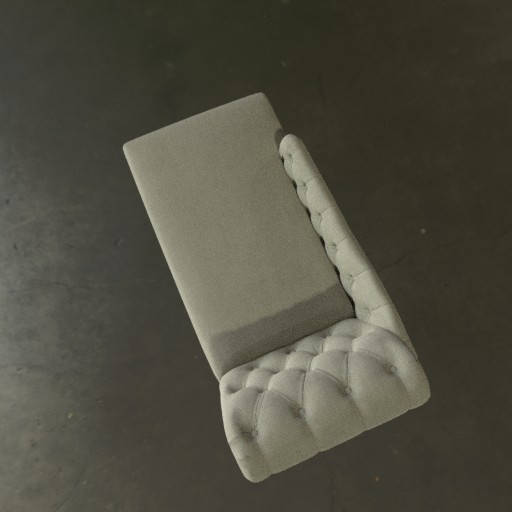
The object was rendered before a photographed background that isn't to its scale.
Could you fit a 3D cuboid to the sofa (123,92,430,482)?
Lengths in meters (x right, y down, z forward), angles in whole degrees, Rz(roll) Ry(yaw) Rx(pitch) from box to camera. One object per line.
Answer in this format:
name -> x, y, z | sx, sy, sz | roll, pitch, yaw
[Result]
sofa -> 0.000, 0.000, 1.753 | 0.675, 0.787, 1.379 | -23, 77, -6
